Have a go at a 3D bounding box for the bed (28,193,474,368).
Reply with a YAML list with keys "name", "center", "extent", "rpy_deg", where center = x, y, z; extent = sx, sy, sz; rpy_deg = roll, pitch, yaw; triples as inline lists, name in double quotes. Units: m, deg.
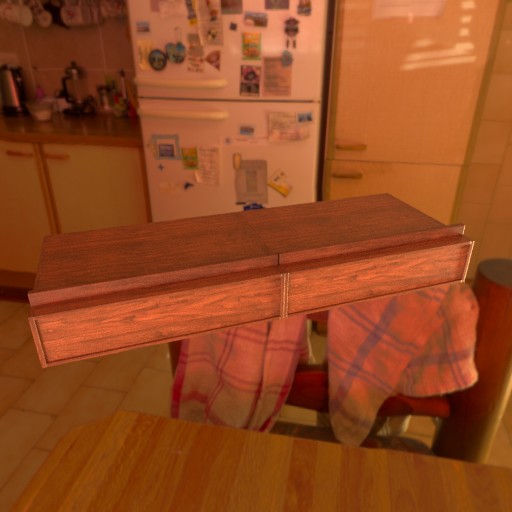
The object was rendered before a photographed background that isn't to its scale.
- name: "bed"
  center: [0.000, 0.000, 2.319]
  extent: [2.057, 0.326, 0.787]
  rpy_deg: [-9, 29, -17]
